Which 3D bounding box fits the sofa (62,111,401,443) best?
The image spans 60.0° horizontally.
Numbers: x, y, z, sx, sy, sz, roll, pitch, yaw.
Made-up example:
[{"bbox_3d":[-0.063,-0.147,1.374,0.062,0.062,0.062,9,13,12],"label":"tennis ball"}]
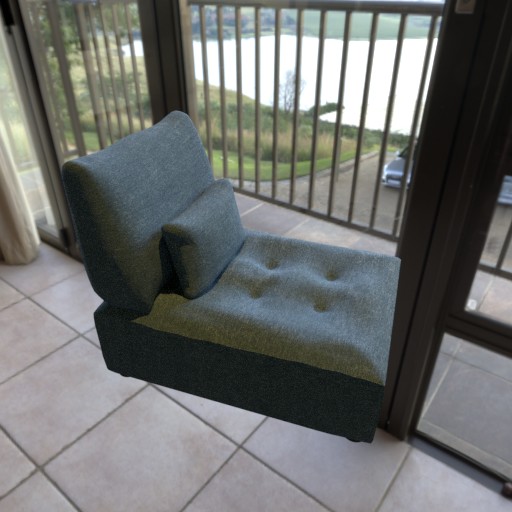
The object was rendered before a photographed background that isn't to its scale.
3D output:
[{"bbox_3d":[0.000,0.000,1.580,1.000,0.820,0.700,10,34,16],"label":"sofa"}]
